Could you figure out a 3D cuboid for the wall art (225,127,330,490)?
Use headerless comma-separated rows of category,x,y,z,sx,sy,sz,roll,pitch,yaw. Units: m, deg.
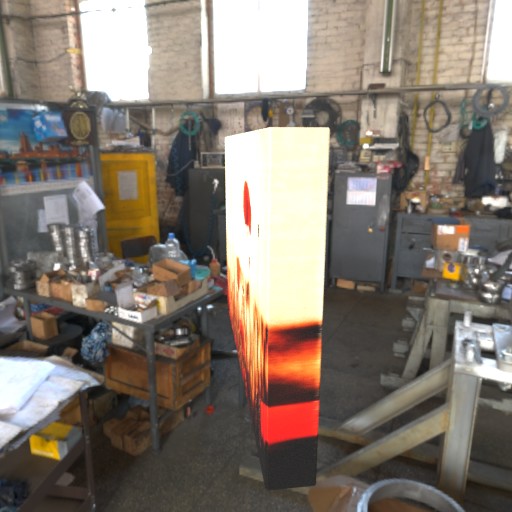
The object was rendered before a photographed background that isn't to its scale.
wall art,0.000,0.000,0.473,0.037,0.251,0.383,-2,14,-7
